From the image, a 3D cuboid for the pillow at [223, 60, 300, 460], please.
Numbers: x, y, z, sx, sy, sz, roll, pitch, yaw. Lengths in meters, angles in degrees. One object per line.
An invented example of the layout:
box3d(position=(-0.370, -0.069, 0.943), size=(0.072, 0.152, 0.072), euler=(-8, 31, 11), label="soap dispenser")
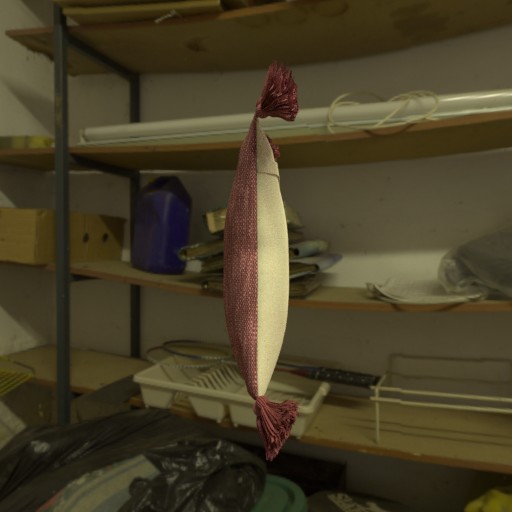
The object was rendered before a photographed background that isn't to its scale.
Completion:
box3d(position=(0.000, 0.000, 0.971), size=(0.138, 0.659, 0.641), euler=(0, 1, -1), label="pillow")
